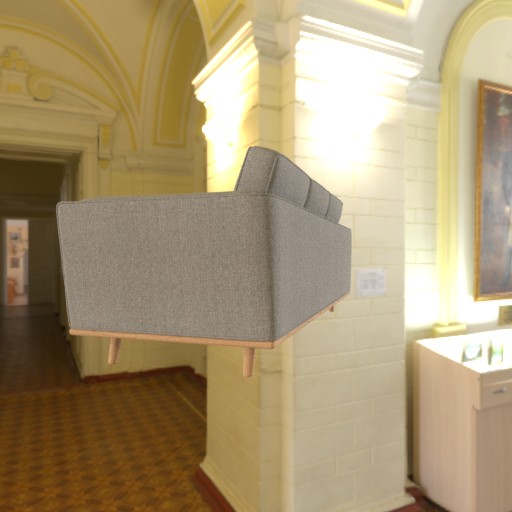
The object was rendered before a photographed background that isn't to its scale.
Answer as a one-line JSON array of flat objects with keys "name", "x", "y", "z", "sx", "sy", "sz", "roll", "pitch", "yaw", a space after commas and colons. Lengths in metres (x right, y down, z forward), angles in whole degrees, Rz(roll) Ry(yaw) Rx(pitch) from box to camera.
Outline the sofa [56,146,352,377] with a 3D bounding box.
[{"name": "sofa", "x": 0.000, "y": 0.000, "z": 2.705, "sx": 0.903, "sy": 0.899, "sz": 2.362, "roll": 0, "pitch": 0, "yaw": 19}]
